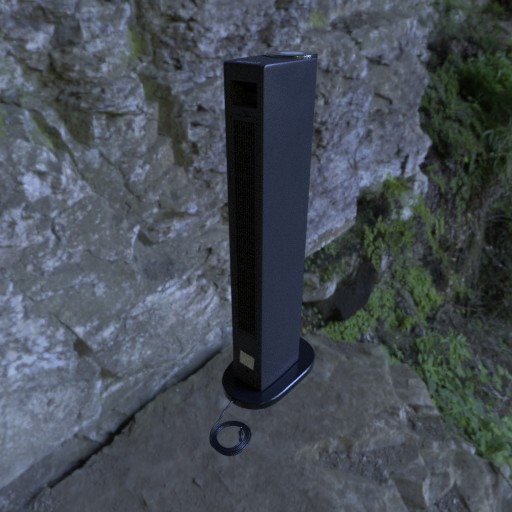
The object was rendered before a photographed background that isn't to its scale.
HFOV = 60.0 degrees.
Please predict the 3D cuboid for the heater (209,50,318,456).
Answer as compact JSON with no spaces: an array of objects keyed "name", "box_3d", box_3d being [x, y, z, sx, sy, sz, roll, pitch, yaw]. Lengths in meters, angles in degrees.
[{"name":"heater","box_3d":[0.000,0.000,1.046,0.214,0.856,0.458,21,36,32]}]
